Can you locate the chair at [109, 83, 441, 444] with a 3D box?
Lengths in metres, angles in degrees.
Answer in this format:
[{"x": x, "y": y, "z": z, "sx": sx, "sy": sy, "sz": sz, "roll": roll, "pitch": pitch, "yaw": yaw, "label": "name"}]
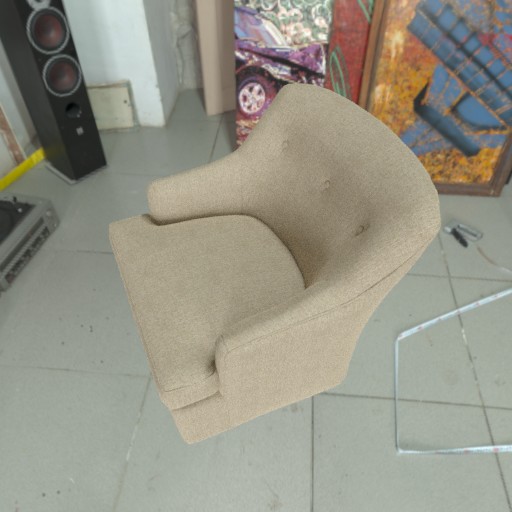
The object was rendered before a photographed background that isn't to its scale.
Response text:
[{"x": 0.000, "y": 0.000, "z": 1.580, "sx": 0.923, "sy": 0.856, "sz": 0.864, "roll": -18, "pitch": 50, "yaw": -16, "label": "chair"}]
